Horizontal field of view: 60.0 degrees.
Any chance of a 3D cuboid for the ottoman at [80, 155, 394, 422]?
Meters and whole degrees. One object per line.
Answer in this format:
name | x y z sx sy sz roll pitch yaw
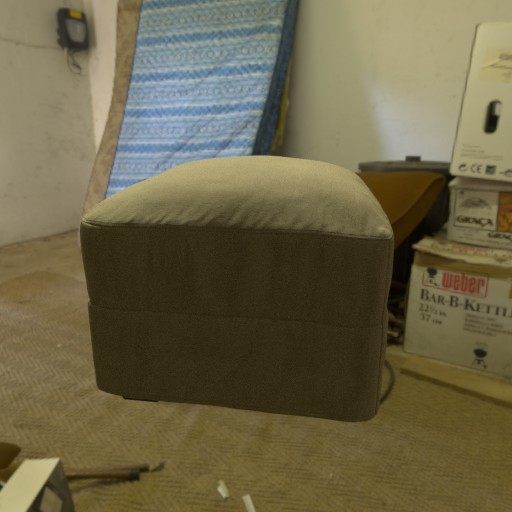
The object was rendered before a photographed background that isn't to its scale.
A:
ottoman | 0.000 0.000 1.097 0.584 0.480 0.712 2 16 8
